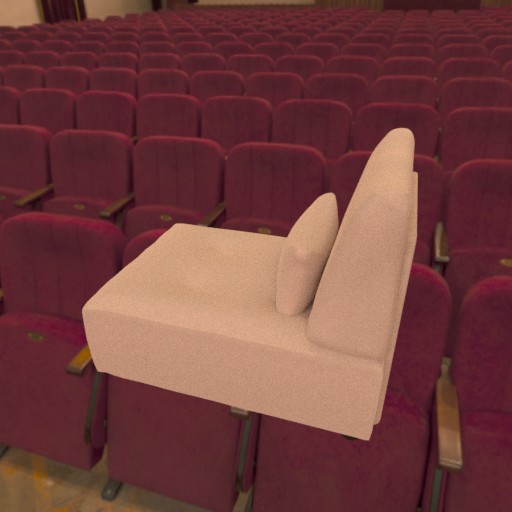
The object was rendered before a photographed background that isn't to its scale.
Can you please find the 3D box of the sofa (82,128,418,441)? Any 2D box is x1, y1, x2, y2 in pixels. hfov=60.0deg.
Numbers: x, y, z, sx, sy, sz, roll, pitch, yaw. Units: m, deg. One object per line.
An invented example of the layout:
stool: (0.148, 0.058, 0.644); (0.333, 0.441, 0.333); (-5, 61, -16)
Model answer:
sofa: (0.000, 0.000, 1.571); (1.000, 0.820, 0.700); (9, 30, 16)
